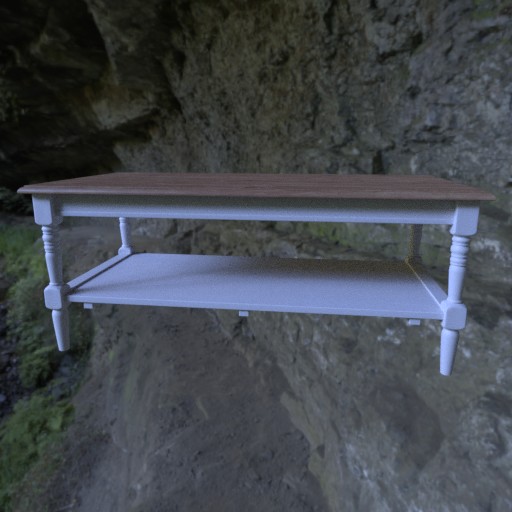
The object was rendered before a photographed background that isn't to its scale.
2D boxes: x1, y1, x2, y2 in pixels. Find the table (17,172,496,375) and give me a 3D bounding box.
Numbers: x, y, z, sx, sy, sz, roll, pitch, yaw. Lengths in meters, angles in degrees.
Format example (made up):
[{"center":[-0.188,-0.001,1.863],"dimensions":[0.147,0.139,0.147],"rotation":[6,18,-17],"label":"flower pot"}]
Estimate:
[{"center":[0.000,0.000,1.346],"dimensions":[1.118,0.458,0.559],"rotation":[2,14,7],"label":"table"}]
